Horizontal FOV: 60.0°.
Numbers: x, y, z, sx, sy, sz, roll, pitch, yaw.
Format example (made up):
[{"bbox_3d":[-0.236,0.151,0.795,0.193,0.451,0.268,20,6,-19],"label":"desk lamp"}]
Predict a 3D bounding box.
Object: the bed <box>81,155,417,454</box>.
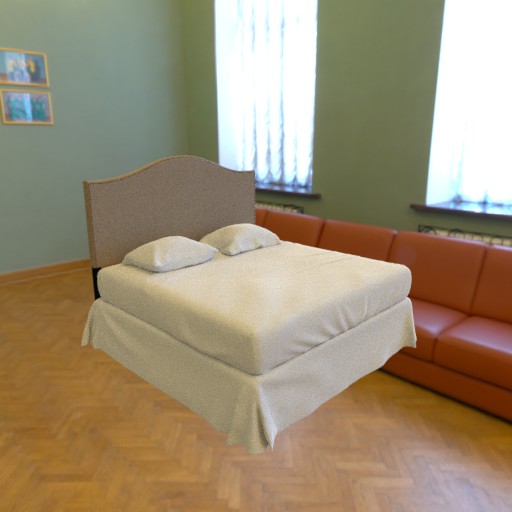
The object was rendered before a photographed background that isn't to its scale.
[{"bbox_3d":[0.000,0.000,3.835,2.222,1.651,2.311,14,20,43],"label":"bed"}]
